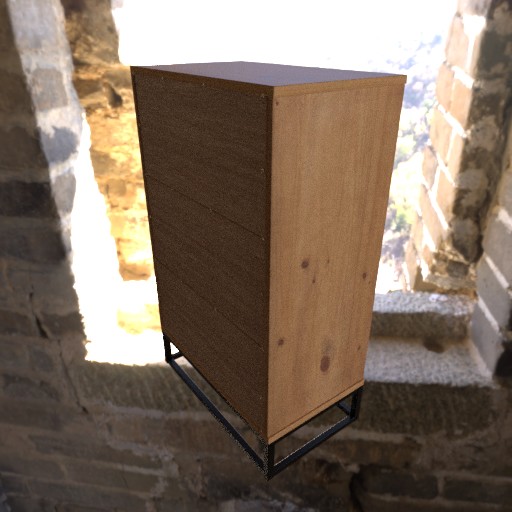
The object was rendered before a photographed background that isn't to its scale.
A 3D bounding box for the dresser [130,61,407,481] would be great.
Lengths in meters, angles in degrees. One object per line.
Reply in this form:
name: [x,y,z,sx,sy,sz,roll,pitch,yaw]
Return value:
dresser: [0.000,0.000,1.595,0.479,1.240,0.761,-19,32,-32]
